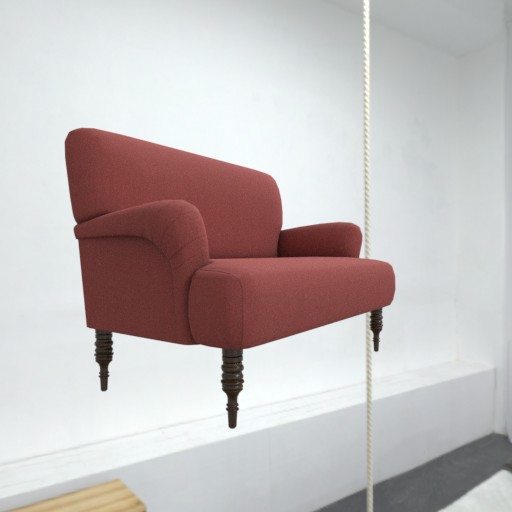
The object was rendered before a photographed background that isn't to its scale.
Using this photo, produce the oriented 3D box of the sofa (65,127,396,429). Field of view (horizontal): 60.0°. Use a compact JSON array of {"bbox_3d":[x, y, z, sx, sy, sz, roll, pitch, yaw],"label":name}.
[{"bbox_3d":[0.000,0.000,1.772,0.779,0.889,1.297,0,1,35],"label":"sofa"}]
